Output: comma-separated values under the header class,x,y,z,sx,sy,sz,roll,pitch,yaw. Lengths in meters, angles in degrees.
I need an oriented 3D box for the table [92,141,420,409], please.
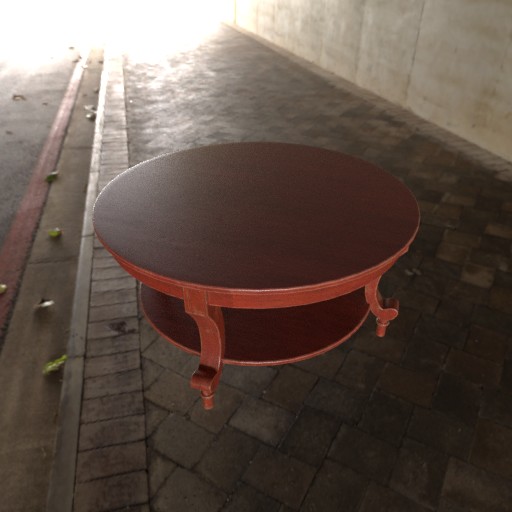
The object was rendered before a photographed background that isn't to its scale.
class,x,y,z,sx,sy,sz,roll,pitch,yaw
table,0.000,0.000,1.578,1.029,0.486,1.029,0,33,0
